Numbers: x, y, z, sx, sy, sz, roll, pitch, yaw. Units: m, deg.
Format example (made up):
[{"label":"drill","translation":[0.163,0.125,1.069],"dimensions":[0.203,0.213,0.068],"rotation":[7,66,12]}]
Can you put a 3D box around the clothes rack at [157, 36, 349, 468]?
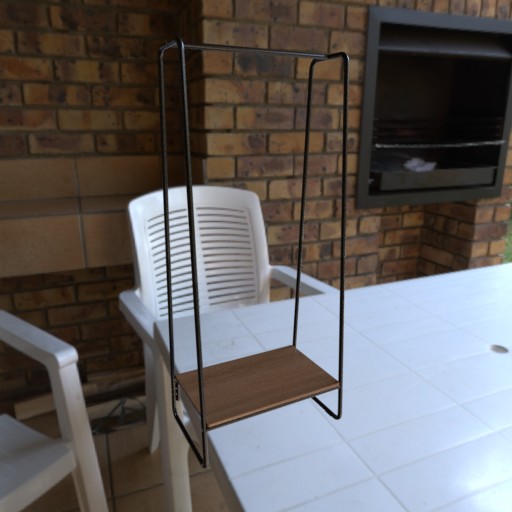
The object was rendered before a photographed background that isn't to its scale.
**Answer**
[{"label":"clothes rack","translation":[0.000,0.000,1.745],"dimensions":[0.640,1.500,0.400],"rotation":[-8,18,-26]}]
